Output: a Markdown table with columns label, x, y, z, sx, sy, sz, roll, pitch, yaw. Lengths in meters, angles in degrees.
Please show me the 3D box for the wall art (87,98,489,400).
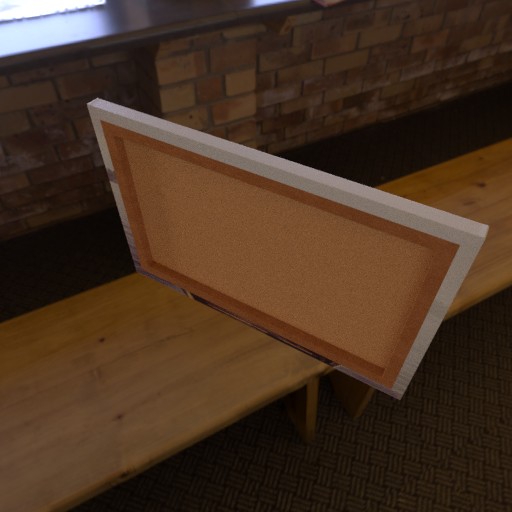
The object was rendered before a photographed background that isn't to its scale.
| label | x | y | z | sx | sy | sz | roll | pitch | yaw |
| --- | --- | --- | --- | --- | --- | --- | --- | --- | --- |
| wall art | 0.000 | 0.000 | 1.136 | 0.916 | 0.609 | 0.037 | 23 | 51 | 20 |
